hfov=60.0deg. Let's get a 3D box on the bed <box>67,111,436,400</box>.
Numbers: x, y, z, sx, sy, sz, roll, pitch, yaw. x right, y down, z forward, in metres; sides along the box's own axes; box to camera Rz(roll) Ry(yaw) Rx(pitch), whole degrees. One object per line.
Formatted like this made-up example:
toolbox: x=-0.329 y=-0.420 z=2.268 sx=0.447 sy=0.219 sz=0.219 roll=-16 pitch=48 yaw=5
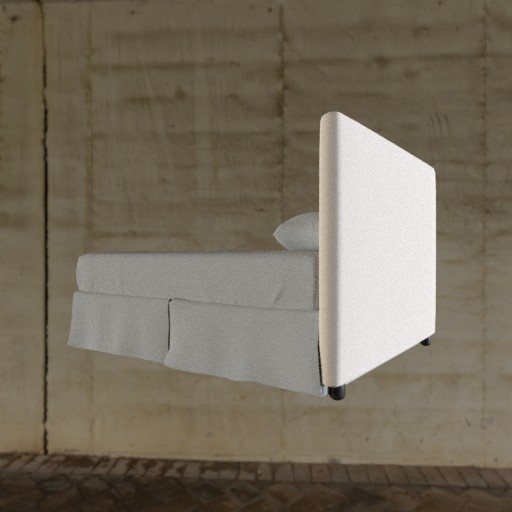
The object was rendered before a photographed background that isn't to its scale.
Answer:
bed: x=0.000 y=0.000 z=3.254 sx=2.142 sy=1.330 sz=1.748 roll=0 pitch=0 yaw=36
